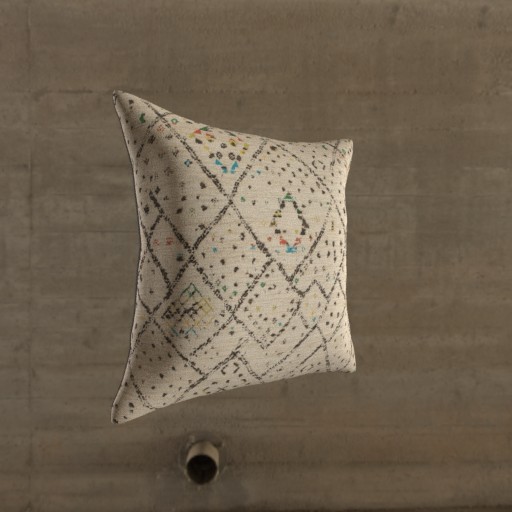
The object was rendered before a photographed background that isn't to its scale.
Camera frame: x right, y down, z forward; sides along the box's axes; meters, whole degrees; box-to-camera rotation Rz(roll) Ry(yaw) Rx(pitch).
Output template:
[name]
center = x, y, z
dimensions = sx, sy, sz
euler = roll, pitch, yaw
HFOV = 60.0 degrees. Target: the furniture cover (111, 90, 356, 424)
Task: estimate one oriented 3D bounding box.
[furniture cover]
center = 0.000, 0.000, 0.798
dimensions = 0.525, 0.498, 0.180
euler = 0, 0, -36
